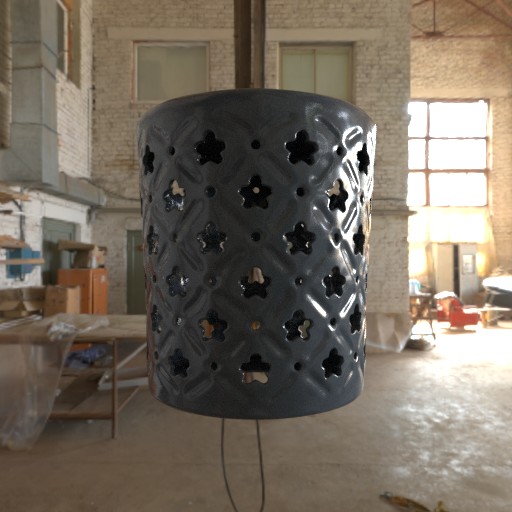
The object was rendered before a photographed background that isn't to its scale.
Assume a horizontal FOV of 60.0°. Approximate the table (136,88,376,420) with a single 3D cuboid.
[{"bbox_3d":[0.000,0.000,0.671,0.352,0.387,0.352,0,0,0],"label":"table"}]
